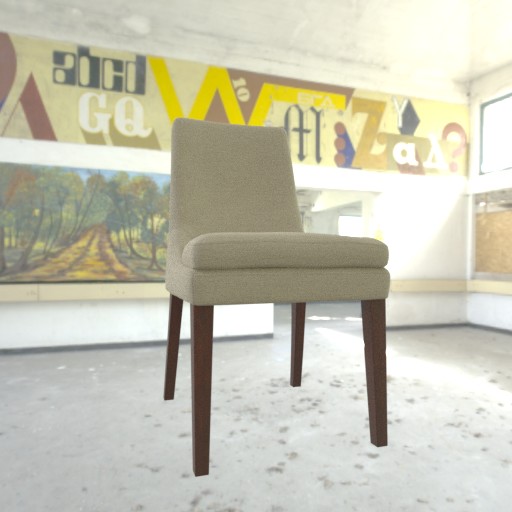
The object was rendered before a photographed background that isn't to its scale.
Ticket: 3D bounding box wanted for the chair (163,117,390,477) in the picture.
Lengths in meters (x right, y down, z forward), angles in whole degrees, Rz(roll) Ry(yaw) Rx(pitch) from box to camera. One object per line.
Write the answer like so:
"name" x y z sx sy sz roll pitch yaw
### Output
"chair" 0.000 0.000 1.306 0.515 0.940 0.638 0 0 -19
